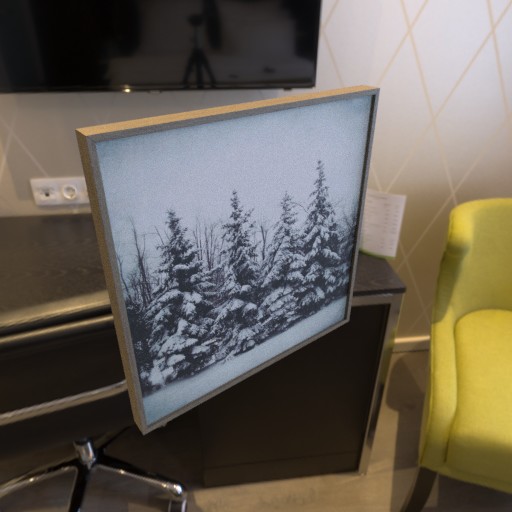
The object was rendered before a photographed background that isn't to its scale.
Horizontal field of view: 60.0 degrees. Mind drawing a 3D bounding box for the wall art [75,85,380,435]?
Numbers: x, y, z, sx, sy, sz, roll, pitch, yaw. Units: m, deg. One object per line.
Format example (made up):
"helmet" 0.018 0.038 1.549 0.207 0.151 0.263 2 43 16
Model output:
"wall art" 0.000 0.000 0.769 0.507 0.507 0.037 -21 36 -32
